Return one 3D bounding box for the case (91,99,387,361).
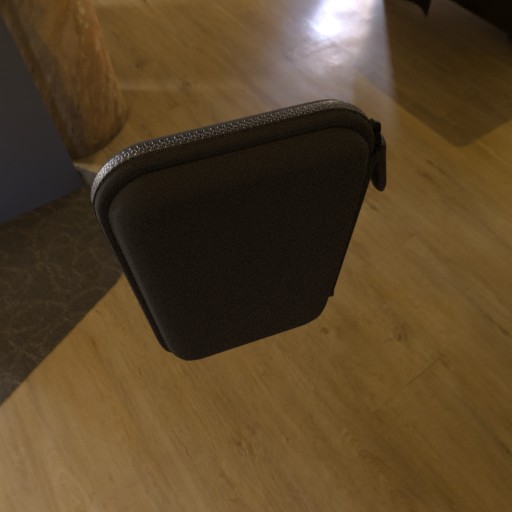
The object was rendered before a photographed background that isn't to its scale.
[{"bbox_3d":[0.000,0.000,0.192,0.107,0.147,0.030,-16,59,-10],"label":"case"}]
